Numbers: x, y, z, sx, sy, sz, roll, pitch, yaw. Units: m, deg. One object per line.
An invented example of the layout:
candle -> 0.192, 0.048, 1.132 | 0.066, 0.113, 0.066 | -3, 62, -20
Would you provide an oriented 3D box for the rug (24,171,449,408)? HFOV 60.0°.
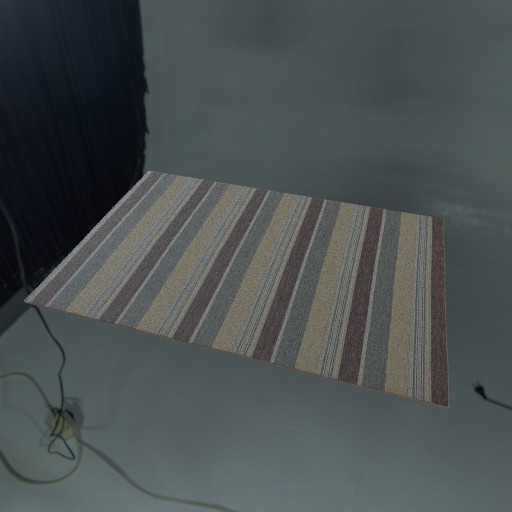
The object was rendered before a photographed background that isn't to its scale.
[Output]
rug -> 0.000, 0.000, 2.246 | 1.829, 0.008, 1.219 | 11, 42, 13
